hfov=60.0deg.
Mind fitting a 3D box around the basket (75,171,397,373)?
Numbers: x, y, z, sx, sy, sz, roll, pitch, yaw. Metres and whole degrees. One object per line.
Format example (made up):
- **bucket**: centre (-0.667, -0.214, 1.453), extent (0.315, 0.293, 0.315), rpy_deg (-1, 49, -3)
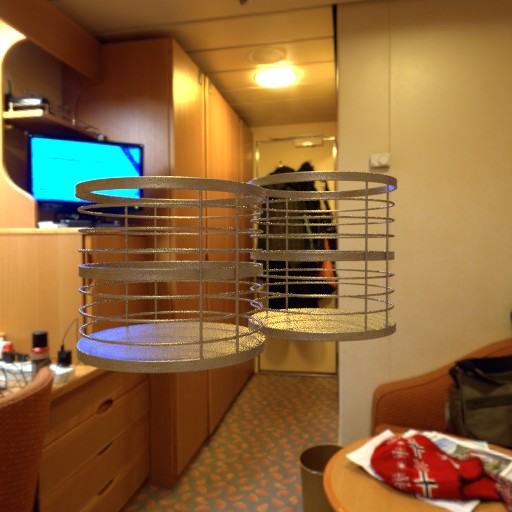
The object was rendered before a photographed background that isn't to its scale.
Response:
- **basket**: centre (0.000, 0.000, 0.974), extent (0.746, 0.351, 0.356), rpy_deg (-1, 2, -35)
